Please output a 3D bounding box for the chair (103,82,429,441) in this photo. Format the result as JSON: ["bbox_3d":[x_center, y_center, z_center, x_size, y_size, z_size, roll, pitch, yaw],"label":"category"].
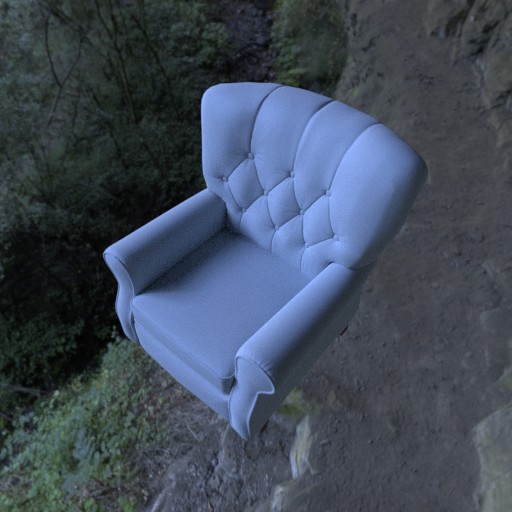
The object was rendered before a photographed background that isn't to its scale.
[{"bbox_3d":[0.000,0.000,2.080,1.090,1.217,1.128,32,54,27],"label":"chair"}]
